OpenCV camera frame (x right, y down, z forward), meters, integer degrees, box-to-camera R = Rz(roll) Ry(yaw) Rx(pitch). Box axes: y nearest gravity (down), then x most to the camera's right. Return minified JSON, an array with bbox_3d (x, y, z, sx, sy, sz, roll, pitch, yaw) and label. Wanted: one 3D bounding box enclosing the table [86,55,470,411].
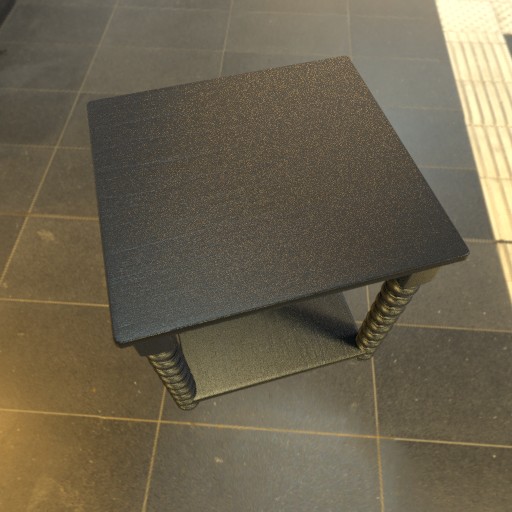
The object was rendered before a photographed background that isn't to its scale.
[{"bbox_3d":[0.000,0.000,0.988,0.533,0.567,0.500,-13,60,-8],"label":"table"}]
